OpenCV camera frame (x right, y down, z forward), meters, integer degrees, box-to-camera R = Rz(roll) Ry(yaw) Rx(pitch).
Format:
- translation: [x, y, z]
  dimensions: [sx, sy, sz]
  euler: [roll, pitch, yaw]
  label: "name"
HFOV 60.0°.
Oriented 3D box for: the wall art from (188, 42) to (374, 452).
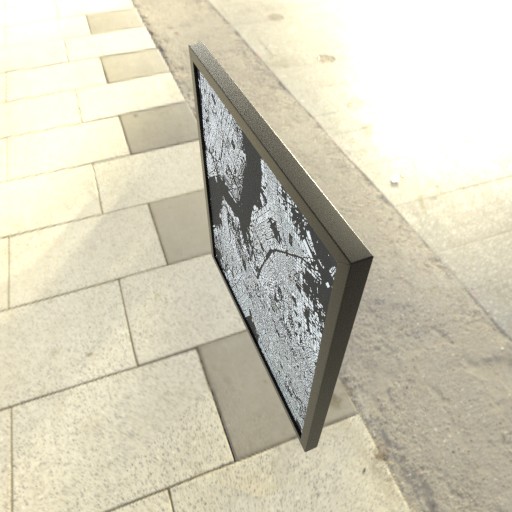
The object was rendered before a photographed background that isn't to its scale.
- translation: [0.000, 0.000, 1.121]
  dimensions: [0.038, 0.761, 0.755]
  euler: [-17, 50, -15]
  label: "wall art"
